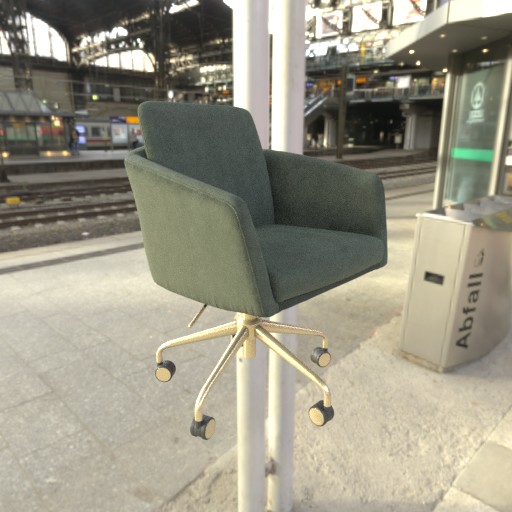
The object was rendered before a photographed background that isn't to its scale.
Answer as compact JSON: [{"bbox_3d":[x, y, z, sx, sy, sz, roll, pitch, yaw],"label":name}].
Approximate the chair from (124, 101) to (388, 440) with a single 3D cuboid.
[{"bbox_3d":[0.000,0.000,1.352,0.635,0.908,0.641,14,20,42],"label":"chair"}]
